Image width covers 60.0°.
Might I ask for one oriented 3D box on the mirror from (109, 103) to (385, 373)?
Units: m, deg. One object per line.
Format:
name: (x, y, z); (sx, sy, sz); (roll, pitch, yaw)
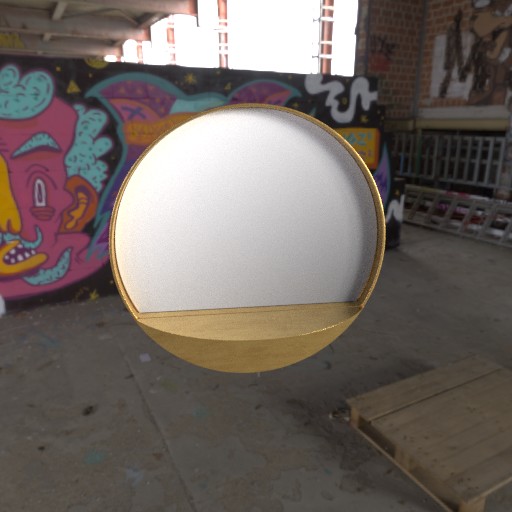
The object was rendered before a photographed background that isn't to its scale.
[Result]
mirror: (0.000, 0.000, 0.695); (0.457, 0.457, 0.133); (-2, 17, -8)
